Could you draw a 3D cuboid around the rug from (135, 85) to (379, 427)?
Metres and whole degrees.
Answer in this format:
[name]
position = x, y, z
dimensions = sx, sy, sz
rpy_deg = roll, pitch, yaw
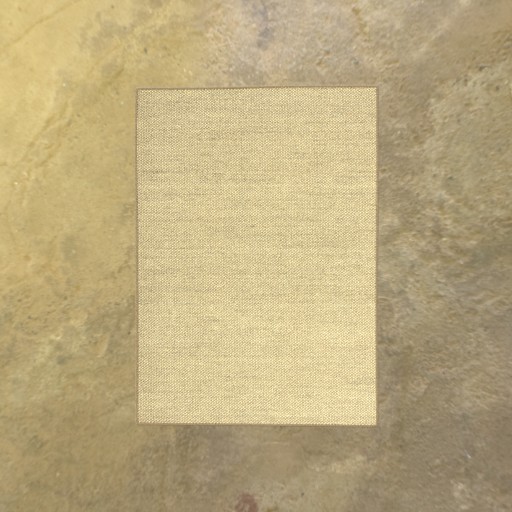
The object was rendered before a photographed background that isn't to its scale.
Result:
[rug]
position = 0.000, 0.000, 2.751
dimensions = 1.517, 0.013, 2.115
rpy_deg = 0, 90, 1
